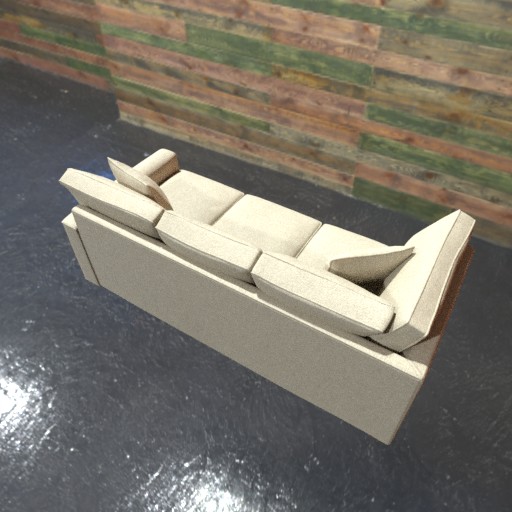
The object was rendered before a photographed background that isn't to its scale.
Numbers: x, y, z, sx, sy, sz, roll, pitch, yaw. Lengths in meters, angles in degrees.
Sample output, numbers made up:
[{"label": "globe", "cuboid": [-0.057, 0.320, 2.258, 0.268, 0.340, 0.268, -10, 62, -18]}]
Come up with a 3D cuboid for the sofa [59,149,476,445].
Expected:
[{"label": "sofa", "cuboid": [0.000, 0.000, 2.830, 2.323, 0.948, 1.053, 24, 50, 22]}]
